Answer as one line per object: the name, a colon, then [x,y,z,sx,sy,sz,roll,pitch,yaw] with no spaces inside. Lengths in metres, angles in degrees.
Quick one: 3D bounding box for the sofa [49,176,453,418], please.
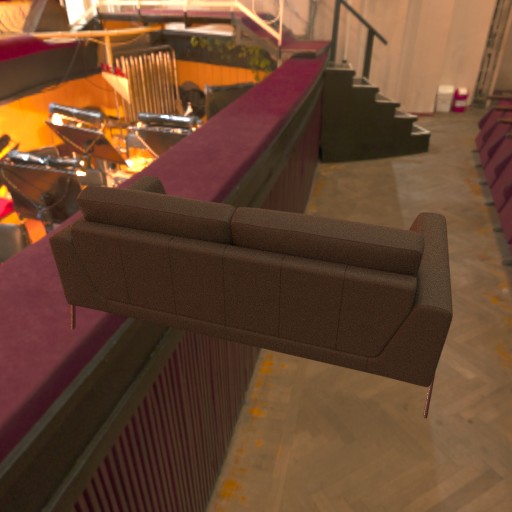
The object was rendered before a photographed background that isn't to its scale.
sofa: [0.000,0.000,2.521,2.017,0.875,0.953,10,32,16]
